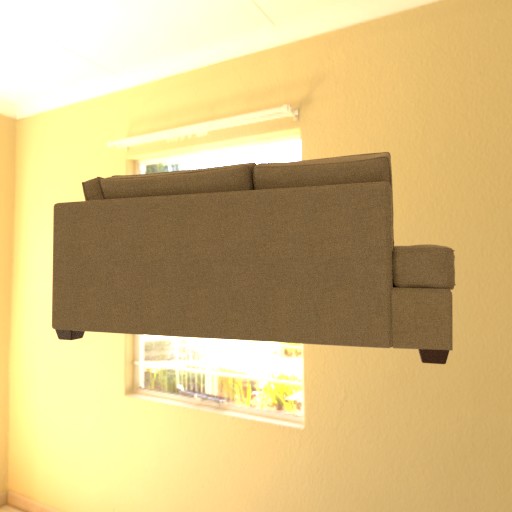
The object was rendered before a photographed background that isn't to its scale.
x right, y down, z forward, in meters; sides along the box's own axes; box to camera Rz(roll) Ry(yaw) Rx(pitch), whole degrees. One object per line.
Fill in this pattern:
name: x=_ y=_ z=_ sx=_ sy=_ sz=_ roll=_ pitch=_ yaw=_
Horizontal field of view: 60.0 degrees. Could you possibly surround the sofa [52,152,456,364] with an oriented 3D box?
sofa: x=0.000 y=0.000 z=2.808 sx=2.238 sy=1.019 sz=1.110 roll=-1 pitch=-2 yaw=19
